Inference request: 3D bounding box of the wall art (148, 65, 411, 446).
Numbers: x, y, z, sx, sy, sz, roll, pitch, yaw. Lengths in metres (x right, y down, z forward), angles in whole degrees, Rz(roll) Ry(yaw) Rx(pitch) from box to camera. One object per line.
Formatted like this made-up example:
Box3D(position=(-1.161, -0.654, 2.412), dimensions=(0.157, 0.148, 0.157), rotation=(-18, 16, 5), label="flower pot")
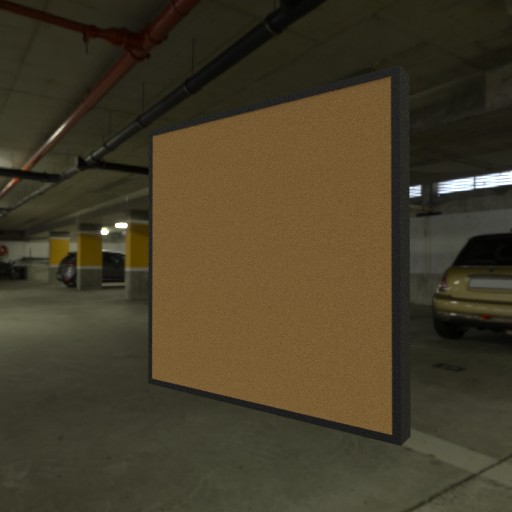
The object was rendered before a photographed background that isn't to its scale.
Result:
Box3D(position=(0.000, 0.000, 0.759), dimensions=(0.509, 0.509, 0.040), rotation=(0, -1, 36), label="wall art")
